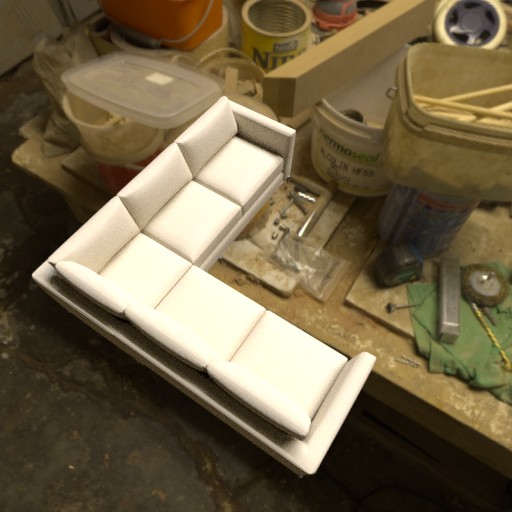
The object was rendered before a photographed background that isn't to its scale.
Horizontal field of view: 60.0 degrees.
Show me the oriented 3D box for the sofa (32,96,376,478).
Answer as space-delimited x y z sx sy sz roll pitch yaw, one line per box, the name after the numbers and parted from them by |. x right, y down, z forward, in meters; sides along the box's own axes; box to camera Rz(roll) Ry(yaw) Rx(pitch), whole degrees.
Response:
0.000 0.000 3.684 2.430 0.867 2.448 30 63 17 | sofa
